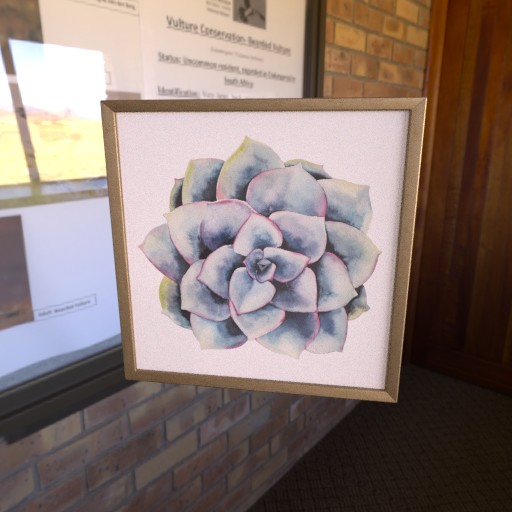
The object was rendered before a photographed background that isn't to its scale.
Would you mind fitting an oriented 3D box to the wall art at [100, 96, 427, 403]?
[{"bbox_3d":[0.000,0.000,0.757,0.503,0.506,0.030,2,16,8],"label":"wall art"}]
